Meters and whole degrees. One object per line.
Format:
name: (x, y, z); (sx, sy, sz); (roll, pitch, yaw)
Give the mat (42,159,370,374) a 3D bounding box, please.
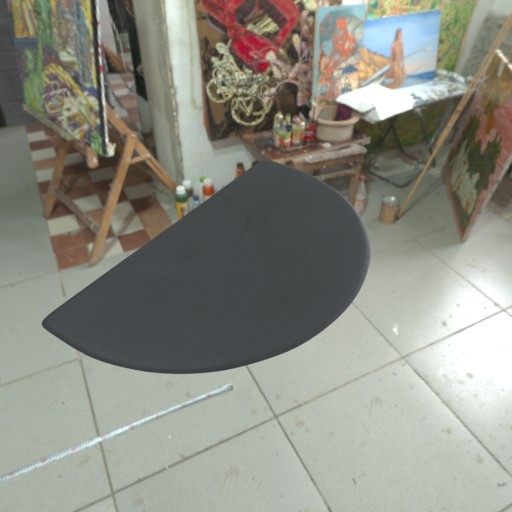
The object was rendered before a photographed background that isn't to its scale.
mat: (0.000, 0.000, 1.910); (0.917, 0.016, 1.525); (24, 46, 25)
